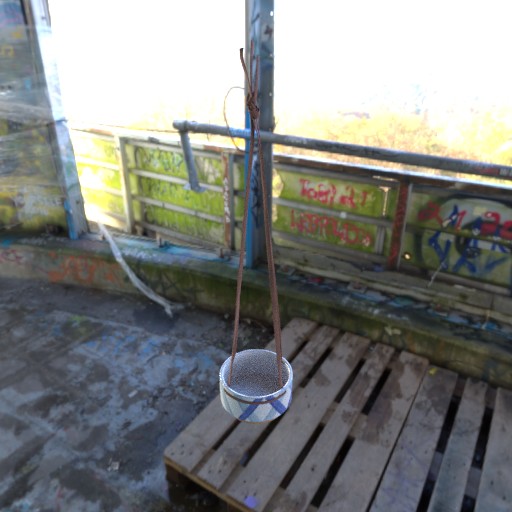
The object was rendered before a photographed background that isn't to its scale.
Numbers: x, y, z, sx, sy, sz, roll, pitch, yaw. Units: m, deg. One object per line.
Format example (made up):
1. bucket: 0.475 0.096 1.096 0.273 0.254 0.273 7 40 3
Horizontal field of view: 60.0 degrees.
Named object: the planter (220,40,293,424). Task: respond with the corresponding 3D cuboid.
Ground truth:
1. planter: 0.000 0.000 0.859 0.166 0.751 0.166 17 31 30
